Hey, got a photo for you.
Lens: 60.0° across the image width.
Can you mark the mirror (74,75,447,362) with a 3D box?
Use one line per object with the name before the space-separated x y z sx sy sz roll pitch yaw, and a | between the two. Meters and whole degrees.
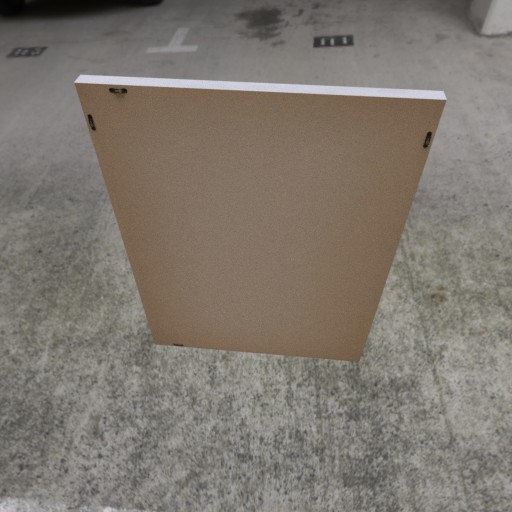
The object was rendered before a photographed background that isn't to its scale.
mirror | 0.000 0.000 1.283 0.762 1.016 0.041 4 47 4
